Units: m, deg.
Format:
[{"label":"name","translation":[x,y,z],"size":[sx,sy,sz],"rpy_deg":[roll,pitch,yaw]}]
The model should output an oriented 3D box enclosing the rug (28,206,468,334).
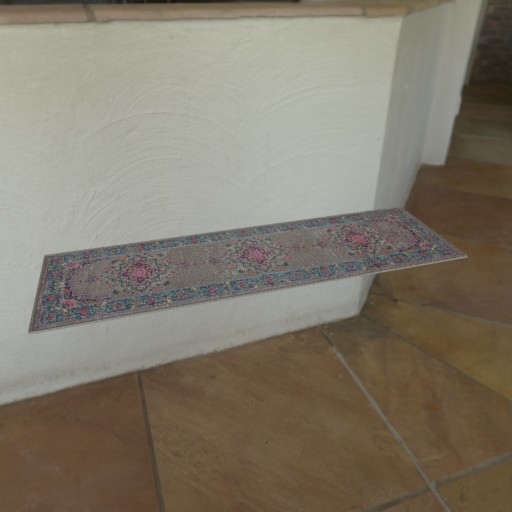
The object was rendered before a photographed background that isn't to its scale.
[{"label":"rug","translation":[0.000,0.000,1.994],"size":[1.827,0.012,0.553],"rpy_deg":[-9,32,-14]}]
